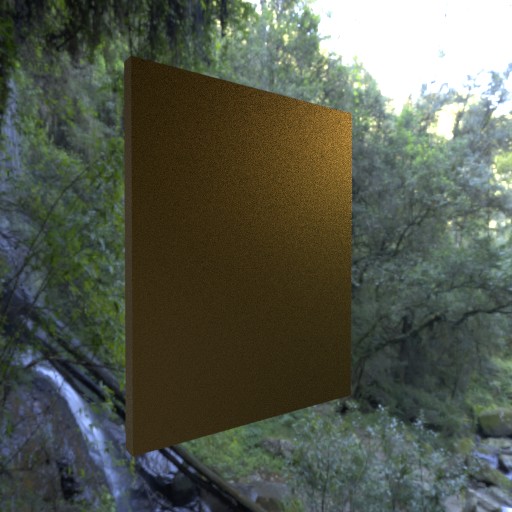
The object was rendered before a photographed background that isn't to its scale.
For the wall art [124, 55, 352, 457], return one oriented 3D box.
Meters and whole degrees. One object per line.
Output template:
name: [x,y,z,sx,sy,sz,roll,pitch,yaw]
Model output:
wall art: [0.000,0.000,1.035,0.610,0.762,0.038,-1,1,-36]
